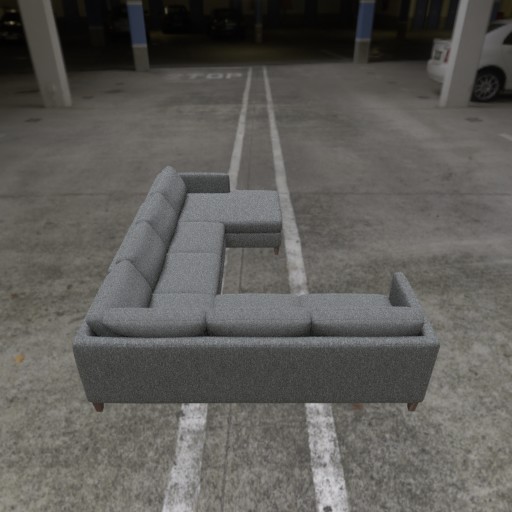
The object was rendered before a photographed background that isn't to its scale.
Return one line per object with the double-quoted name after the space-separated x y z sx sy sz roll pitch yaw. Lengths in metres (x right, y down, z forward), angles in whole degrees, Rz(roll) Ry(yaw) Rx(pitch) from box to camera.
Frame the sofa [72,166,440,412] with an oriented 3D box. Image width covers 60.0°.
0.000 0.000 4.492 2.551 0.853 3.238 0 31 0 "sofa"
